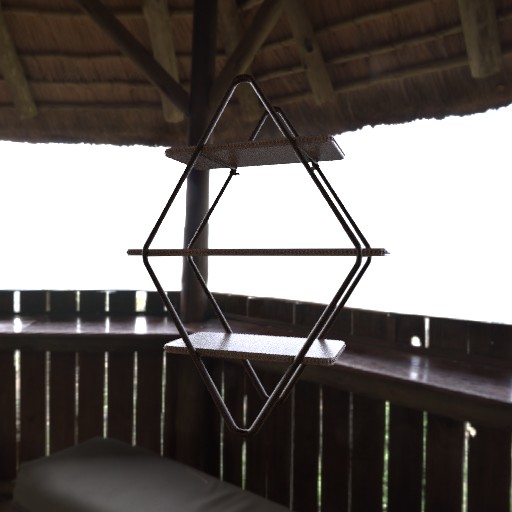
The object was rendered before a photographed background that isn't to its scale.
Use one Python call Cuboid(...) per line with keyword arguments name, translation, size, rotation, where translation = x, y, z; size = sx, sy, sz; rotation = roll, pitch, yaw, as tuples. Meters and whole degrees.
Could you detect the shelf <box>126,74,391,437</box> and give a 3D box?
Cuboid(name="shelf", translation=(0.000, 0.000, 1.052), size=(0.609, 0.774, 0.234), rotation=(0, 0, 19))
